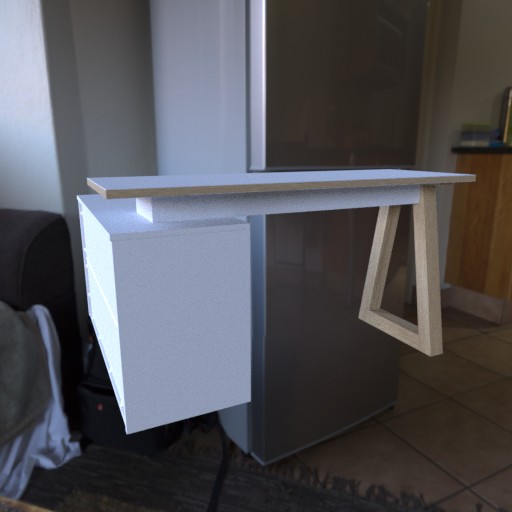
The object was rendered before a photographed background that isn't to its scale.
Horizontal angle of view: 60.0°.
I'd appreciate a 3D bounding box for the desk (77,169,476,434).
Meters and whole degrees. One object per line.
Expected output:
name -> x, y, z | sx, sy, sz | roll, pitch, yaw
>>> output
desk -> 0.000, 0.000, 2.027 | 1.404, 0.755, 1.098 | -7, 15, -25
